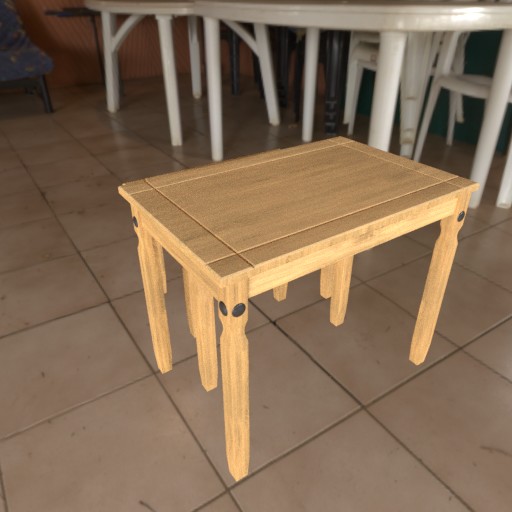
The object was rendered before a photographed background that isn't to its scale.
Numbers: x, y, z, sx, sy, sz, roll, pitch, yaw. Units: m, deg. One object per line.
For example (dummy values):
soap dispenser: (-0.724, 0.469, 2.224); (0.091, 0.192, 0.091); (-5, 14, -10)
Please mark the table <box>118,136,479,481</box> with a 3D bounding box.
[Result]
table: (0.000, 0.000, 1.223); (0.660, 0.535, 0.773); (-20, 36, -29)
